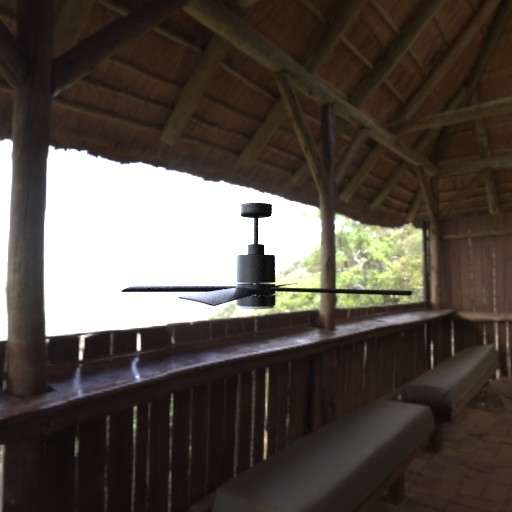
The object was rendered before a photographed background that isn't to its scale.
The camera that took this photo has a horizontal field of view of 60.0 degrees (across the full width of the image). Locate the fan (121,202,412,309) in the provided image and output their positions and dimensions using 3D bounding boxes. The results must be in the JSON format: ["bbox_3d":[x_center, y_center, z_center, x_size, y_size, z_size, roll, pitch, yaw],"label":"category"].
[{"bbox_3d":[0.000,0.000,2.299,1.525,0.534,1.525,0,-2,17],"label":"fan"}]
